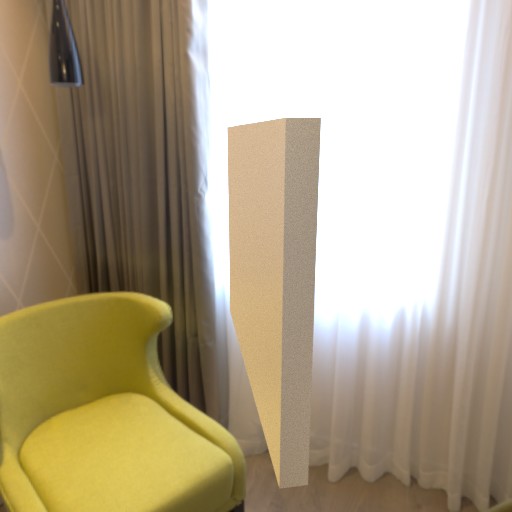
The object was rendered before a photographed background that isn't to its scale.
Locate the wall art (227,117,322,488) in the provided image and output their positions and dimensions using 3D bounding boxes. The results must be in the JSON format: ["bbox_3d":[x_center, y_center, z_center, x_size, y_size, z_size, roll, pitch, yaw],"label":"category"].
[{"bbox_3d":[0.000,0.000,1.404,0.066,0.801,1.056,-2,15,-9],"label":"wall art"}]
